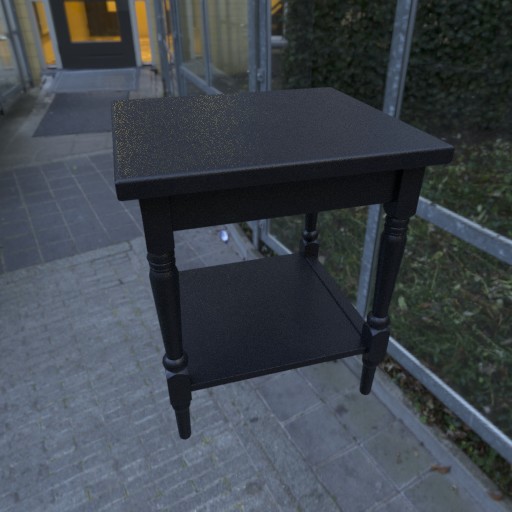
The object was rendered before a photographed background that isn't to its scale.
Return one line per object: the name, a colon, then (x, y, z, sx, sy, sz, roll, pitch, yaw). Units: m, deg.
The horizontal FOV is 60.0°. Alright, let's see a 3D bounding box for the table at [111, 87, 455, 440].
table: (0.000, 0.000, 0.927, 0.488, 0.565, 0.442, -9, 33, -14)
